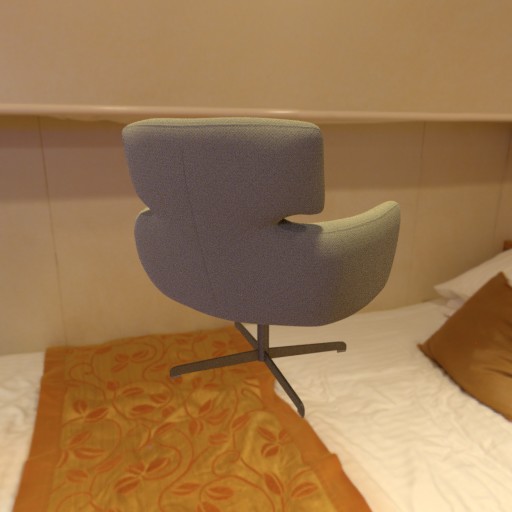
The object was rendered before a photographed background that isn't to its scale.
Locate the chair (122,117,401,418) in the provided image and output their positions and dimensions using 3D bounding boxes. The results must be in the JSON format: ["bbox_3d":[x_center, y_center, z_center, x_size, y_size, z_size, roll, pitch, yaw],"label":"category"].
[{"bbox_3d":[0.000,0.000,1.383,0.760,0.810,0.730,8,18,25],"label":"chair"}]
